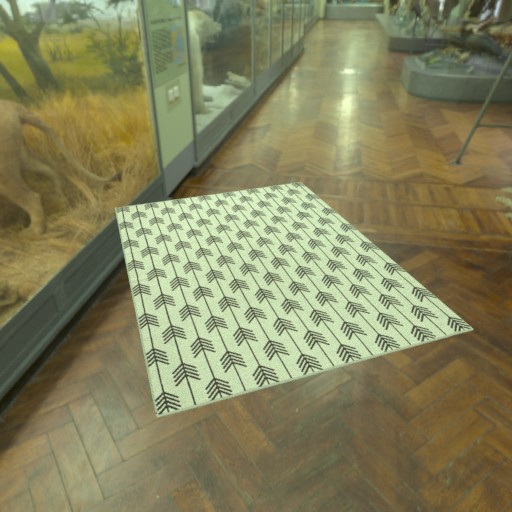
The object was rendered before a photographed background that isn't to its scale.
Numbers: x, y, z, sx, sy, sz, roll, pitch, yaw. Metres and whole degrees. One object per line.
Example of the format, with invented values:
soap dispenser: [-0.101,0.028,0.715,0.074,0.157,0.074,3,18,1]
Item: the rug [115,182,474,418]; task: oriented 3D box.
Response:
rug: [0.000,0.000,4.164,2.330,0.010,3.061,-11,33,-17]
